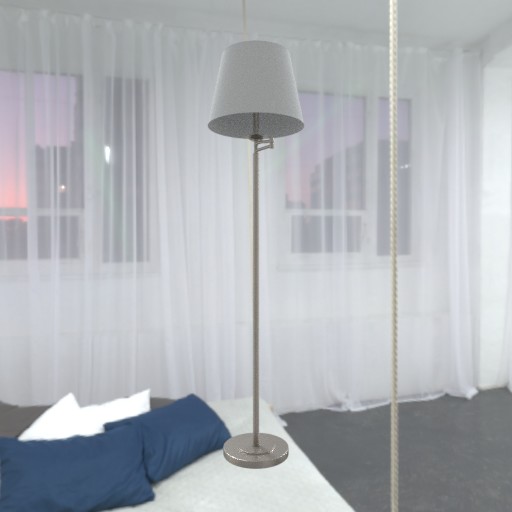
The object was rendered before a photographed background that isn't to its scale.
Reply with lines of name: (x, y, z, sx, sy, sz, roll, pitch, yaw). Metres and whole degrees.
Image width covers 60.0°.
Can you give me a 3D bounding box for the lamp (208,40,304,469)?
lamp: (0.000, 0.000, 1.647, 0.355, 1.473, 0.355, 0, 1, 0)
